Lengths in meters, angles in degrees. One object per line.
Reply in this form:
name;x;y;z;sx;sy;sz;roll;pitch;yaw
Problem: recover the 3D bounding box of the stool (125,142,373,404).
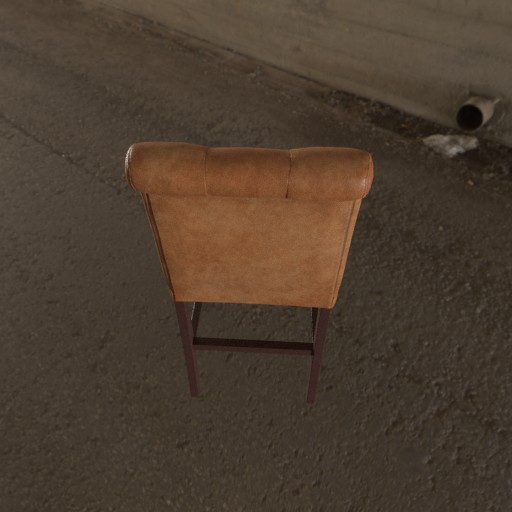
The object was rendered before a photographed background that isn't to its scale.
stool;0.000;0.000;1.359;0.493;1.047;0.601;2;46;2
